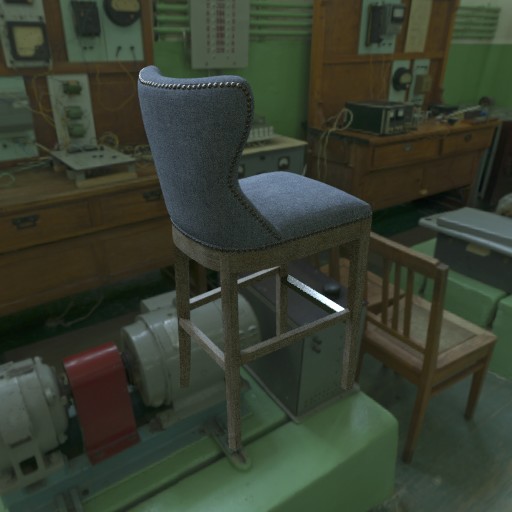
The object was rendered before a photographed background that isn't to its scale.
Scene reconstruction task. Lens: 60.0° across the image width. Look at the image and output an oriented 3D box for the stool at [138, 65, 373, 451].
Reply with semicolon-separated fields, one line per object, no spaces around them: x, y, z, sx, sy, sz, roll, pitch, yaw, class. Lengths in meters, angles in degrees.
0.000;0.000;1.427;0.606;1.123;0.494;-18;32;-32;stool
